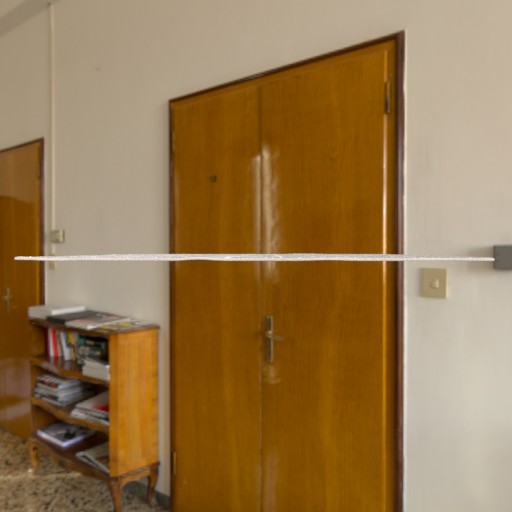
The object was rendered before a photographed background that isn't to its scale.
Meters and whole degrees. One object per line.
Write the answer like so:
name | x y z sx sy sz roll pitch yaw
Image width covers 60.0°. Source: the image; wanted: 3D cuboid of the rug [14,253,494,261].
rug | 0.000 0.000 0.860 0.639 0.006 0.548 0 1 1
